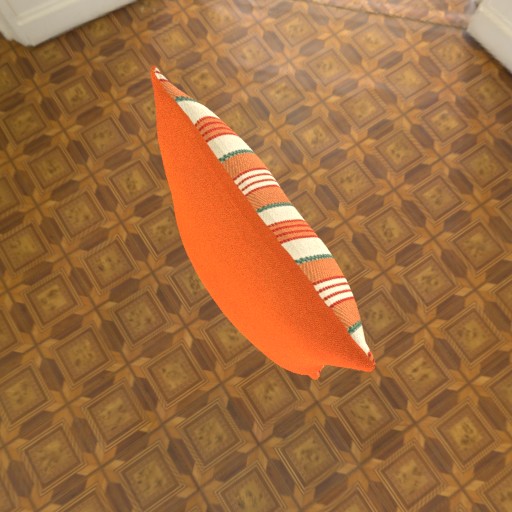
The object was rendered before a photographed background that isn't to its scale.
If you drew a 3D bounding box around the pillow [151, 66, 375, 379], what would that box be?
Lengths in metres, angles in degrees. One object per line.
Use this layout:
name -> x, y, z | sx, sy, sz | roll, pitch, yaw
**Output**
pillow -> 0.000, 0.000, 0.690 | 0.182, 0.441, 0.440 | -33, 77, -8
